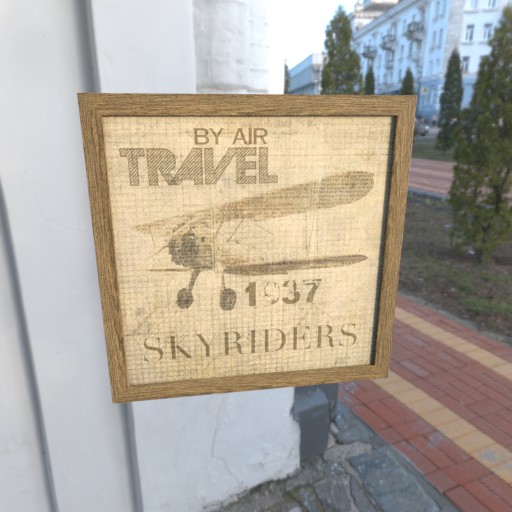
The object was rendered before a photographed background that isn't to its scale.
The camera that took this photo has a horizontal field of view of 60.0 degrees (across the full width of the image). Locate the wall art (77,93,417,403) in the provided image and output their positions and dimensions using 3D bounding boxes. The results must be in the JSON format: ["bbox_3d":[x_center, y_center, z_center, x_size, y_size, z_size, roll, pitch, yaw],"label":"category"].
[{"bbox_3d":[0.000,0.000,0.741,0.508,0.508,0.019,-3,18,-9],"label":"wall art"}]
